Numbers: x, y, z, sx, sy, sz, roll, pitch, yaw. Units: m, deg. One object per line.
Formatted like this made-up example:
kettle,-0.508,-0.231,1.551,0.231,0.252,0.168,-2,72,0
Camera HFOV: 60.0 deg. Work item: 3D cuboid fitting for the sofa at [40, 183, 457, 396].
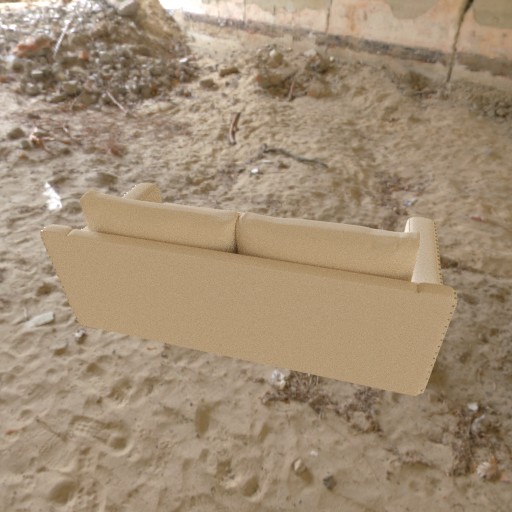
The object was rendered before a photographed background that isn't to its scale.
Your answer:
sofa,0.000,0.000,2.361,1.812,0.830,0.949,9,35,13
